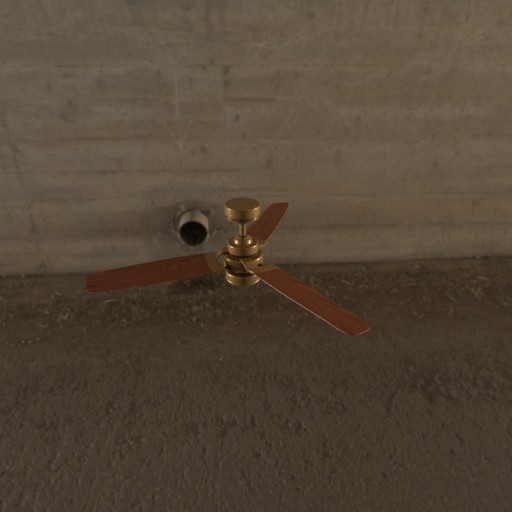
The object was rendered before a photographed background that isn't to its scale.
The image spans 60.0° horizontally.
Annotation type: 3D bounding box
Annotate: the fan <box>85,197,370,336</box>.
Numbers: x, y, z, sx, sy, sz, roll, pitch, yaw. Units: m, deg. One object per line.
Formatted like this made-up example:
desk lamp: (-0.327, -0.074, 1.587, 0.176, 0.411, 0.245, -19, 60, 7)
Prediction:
fan: (0.000, 0.000, 2.135, 1.416, 0.425, 1.271, -21, 35, -33)
